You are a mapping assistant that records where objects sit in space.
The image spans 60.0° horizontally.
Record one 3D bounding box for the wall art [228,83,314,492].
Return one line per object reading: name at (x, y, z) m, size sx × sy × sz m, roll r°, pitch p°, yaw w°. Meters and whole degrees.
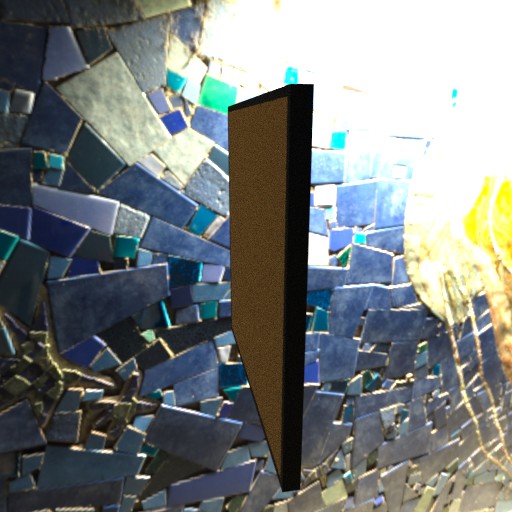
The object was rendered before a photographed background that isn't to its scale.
wall art at (0.000, 0.000, 1.140) m, size 0.038 × 0.763 × 0.763 m, roll -3°, pitch 16°, yaw -10°
